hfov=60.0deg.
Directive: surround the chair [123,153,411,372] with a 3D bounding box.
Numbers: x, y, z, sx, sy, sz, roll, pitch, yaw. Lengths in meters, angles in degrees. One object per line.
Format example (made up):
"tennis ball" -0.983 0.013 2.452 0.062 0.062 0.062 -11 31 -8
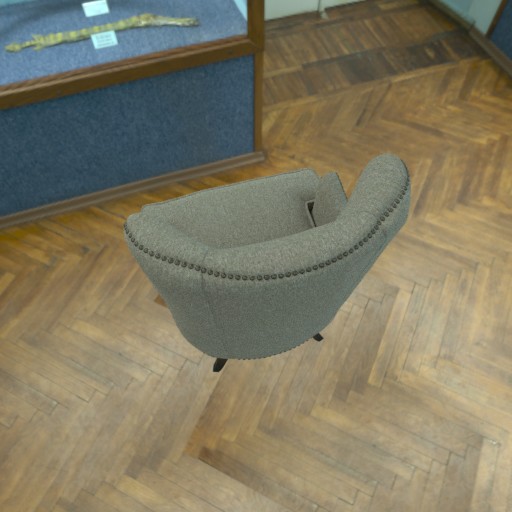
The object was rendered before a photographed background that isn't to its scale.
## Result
"chair" 0.000 0.000 1.607 0.759 1.060 0.758 -15 60 -9
